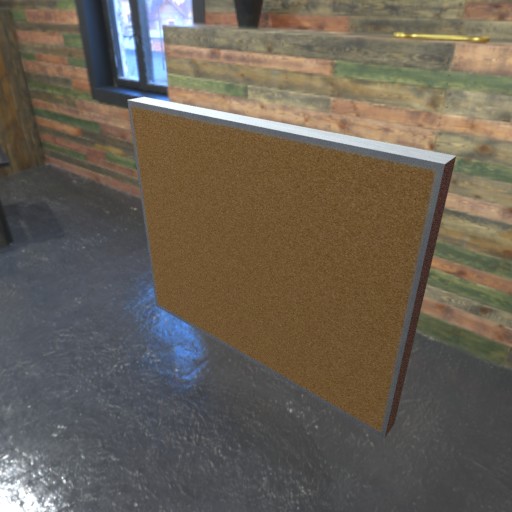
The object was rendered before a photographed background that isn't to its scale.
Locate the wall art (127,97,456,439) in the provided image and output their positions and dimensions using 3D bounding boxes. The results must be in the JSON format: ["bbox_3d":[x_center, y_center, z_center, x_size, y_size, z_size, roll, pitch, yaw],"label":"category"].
[{"bbox_3d":[0.000,0.000,0.756,0.557,0.450,0.037,22,37,33],"label":"wall art"}]
